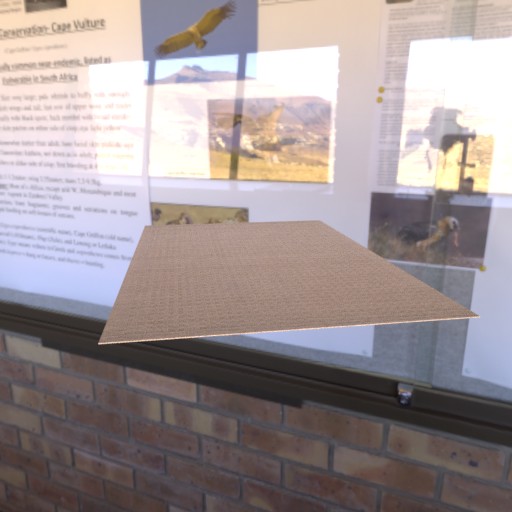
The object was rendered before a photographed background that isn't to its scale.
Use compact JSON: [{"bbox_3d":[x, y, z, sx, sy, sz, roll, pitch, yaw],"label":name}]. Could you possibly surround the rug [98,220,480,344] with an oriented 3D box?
[{"bbox_3d":[0.000,0.000,3.621,1.981,0.006,2.895,-2,15,-9],"label":"rug"}]
